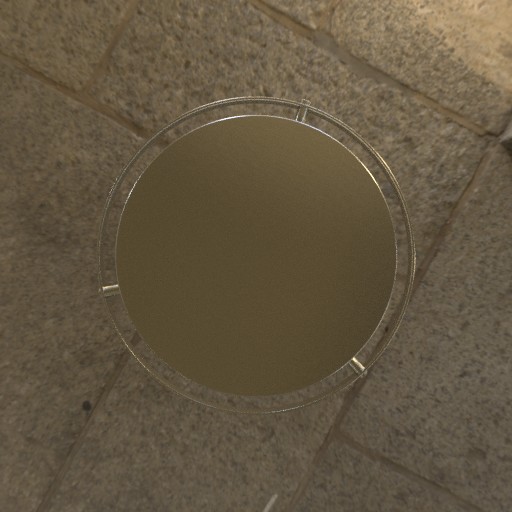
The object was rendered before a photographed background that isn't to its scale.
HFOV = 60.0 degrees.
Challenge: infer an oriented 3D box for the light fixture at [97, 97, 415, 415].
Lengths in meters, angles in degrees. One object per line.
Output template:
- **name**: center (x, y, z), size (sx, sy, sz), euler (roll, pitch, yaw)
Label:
- **light fixture**: center (0.000, 0.000, 0.562), size (0.361, 0.130, 0.361), euler (0, 90, -1)
